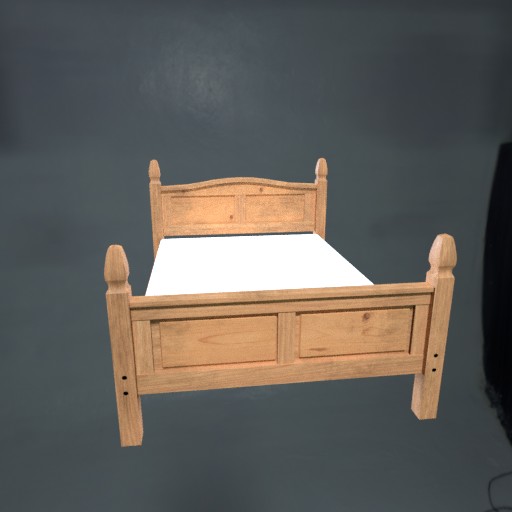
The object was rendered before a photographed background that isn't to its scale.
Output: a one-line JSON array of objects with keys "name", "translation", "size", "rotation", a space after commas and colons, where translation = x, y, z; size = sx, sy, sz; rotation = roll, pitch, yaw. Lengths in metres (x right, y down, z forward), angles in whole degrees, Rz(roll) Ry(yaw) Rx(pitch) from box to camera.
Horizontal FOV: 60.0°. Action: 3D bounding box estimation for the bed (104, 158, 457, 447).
[{"name": "bed", "translation": [0.000, 0.000, 2.884], "size": [1.490, 1.100, 2.069], "rotation": [-2, 17, -7]}]
